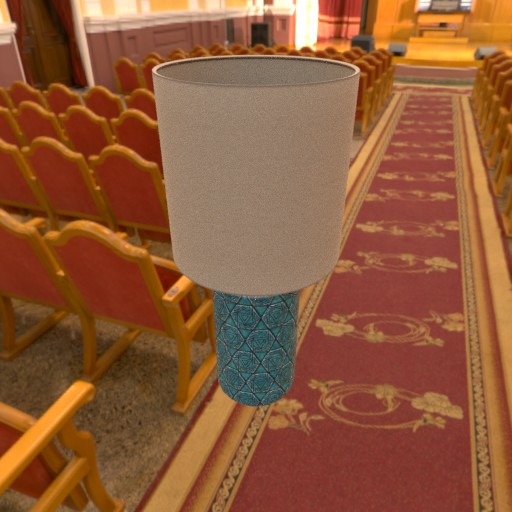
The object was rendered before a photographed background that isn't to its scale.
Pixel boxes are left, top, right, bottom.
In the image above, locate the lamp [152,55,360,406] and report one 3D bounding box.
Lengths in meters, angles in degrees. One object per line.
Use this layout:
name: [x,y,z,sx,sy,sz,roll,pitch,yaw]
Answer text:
lamp: [0.000,0.000,0.755,0.278,0.597,0.278,11,32,18]
